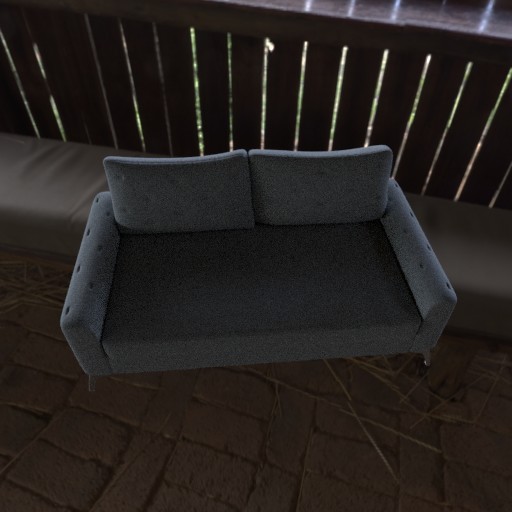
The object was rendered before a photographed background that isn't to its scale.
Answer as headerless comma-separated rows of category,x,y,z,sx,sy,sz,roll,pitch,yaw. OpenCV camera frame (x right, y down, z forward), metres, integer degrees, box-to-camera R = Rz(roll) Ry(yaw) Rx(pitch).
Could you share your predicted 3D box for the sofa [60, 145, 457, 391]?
sofa,0.000,0.000,2.139,1.650,0.790,0.920,-3,45,-3
